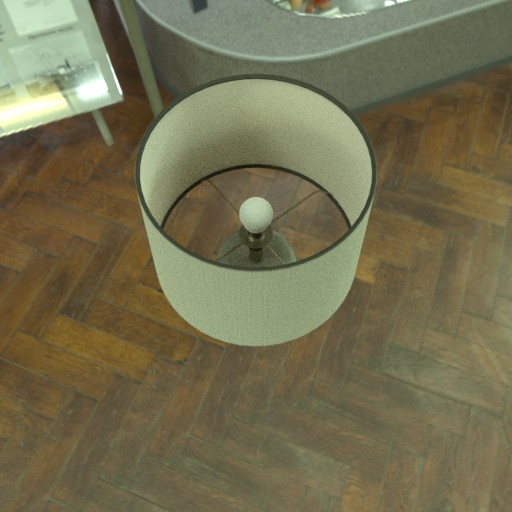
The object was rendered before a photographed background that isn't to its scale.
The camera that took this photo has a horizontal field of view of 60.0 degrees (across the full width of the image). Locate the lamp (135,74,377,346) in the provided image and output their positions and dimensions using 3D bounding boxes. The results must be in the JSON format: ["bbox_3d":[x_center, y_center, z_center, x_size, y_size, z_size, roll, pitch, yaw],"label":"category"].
[{"bbox_3d":[0.000,0.000,0.864,0.376,0.594,0.376,0,65,0],"label":"lamp"}]
